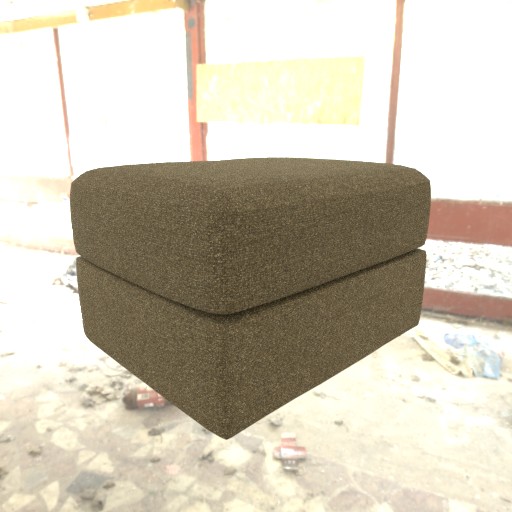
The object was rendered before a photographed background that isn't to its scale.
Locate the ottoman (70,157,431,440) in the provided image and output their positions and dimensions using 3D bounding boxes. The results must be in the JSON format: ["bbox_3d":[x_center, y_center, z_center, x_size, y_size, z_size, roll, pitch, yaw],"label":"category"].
[{"bbox_3d":[0.000,0.000,1.138,0.742,0.476,0.598,-14,21,-42],"label":"ottoman"}]
